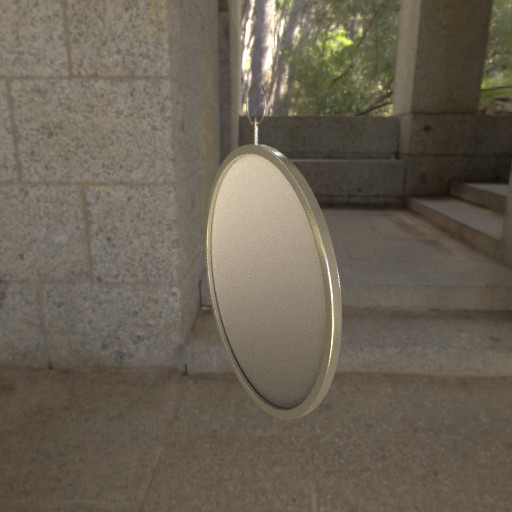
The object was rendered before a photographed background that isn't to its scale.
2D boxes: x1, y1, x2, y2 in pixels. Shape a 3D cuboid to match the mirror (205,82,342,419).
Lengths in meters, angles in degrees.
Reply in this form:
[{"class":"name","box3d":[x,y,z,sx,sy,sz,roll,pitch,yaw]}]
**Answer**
[{"class":"mirror","box3d":[0.000,0.000,0.973,0.020,0.713,0.594,-8,17,-26]}]
